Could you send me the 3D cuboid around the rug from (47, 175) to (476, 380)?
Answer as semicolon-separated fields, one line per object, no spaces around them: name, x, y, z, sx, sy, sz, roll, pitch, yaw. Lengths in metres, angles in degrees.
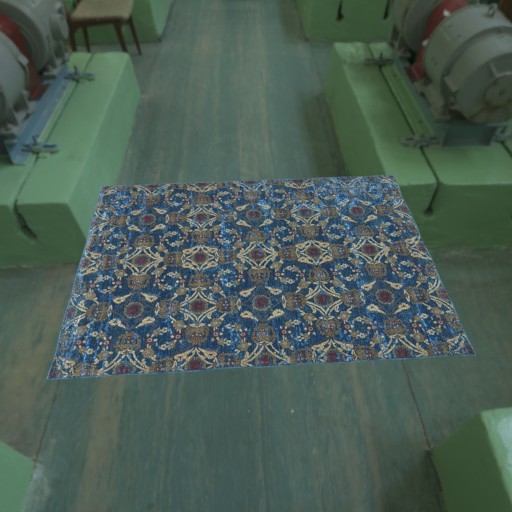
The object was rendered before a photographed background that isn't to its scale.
rug;0.000;0.000;4.185;3.291;0.013;2.337;-3;47;-3
